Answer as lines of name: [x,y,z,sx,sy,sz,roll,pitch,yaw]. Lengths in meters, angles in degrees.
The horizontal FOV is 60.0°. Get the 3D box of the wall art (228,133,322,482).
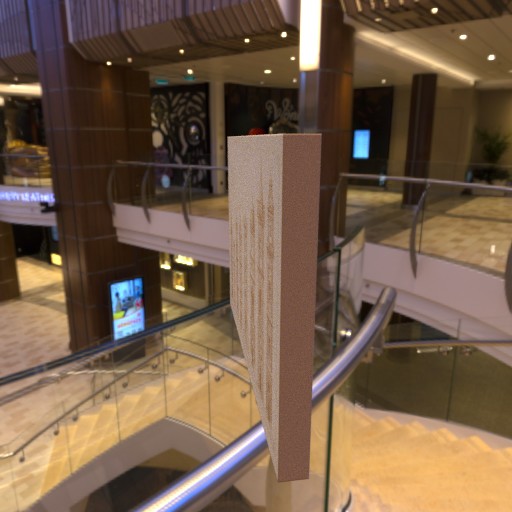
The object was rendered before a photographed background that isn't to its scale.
wall art: [0.000,0.000,0.779,0.039,0.407,0.609,-2,15,-8]
